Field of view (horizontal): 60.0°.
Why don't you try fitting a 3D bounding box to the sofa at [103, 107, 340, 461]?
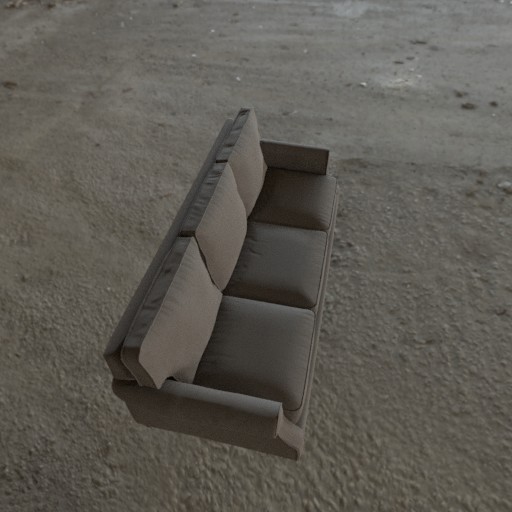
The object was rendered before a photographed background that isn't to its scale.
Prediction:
[{"bbox_3d":[0.000,0.000,2.891,0.966,0.948,2.353,9,47,9],"label":"sofa"}]
